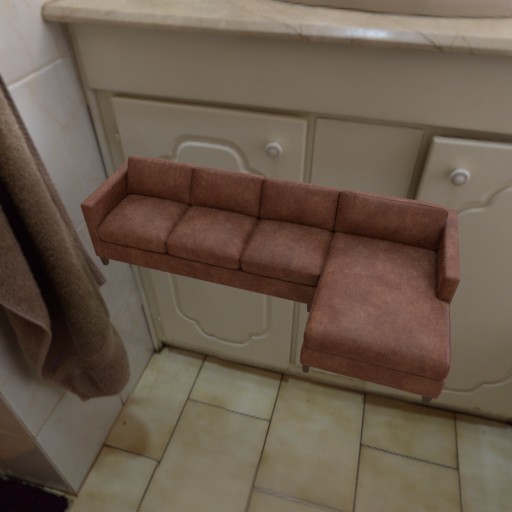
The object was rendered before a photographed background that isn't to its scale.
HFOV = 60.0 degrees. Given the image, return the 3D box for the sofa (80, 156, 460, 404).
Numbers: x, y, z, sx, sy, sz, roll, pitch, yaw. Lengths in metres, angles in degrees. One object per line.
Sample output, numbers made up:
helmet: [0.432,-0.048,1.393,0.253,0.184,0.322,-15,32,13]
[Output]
sofa: [0.000,0.000,3.865,3.203,0.883,1.581,12,43,13]
